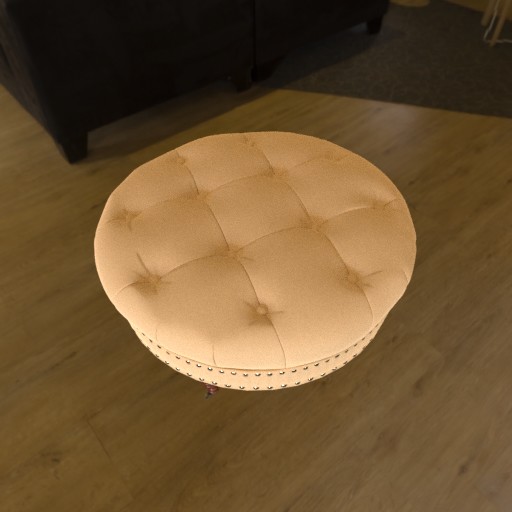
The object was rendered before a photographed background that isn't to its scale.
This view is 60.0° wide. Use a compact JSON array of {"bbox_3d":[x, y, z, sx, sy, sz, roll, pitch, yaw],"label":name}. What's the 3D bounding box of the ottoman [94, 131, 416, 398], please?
[{"bbox_3d":[0.000,0.000,1.381,0.901,0.439,0.901,0,48,0],"label":"ottoman"}]
